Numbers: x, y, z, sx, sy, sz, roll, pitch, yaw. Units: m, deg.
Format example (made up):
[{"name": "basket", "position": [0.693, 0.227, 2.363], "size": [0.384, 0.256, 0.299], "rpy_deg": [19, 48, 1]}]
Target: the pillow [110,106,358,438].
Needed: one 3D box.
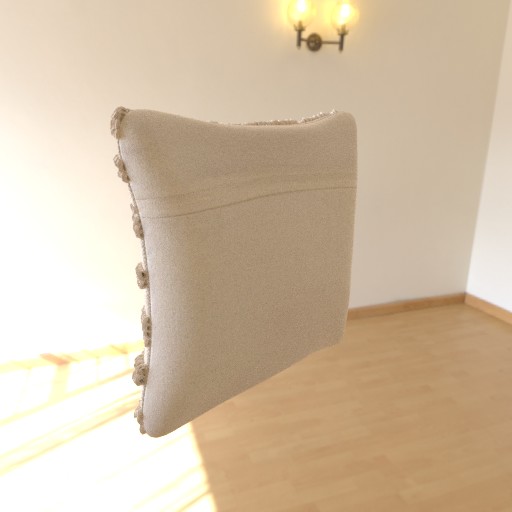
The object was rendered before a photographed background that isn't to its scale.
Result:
[{"name": "pillow", "position": [0.000, 0.000, 0.668], "size": [0.437, 0.427, 0.145], "rpy_deg": [-15, 23, -41]}]
